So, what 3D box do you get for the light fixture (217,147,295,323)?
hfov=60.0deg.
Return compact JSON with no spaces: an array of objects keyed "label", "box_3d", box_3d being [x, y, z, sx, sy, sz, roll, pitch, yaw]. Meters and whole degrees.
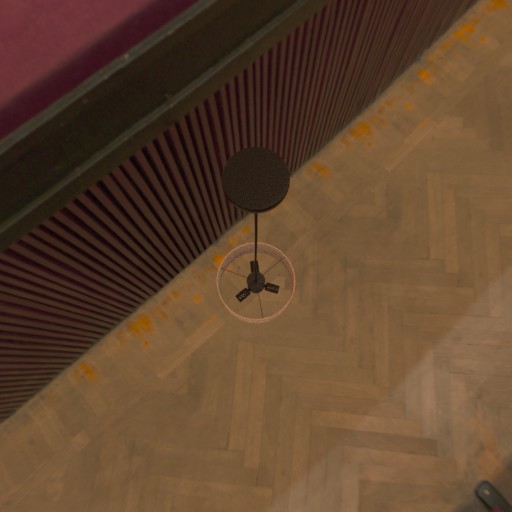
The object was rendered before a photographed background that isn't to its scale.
[{"label":"light fixture","box_3d":[0.000,0.000,1.716,0.399,1.516,0.399,0,77,0]}]
